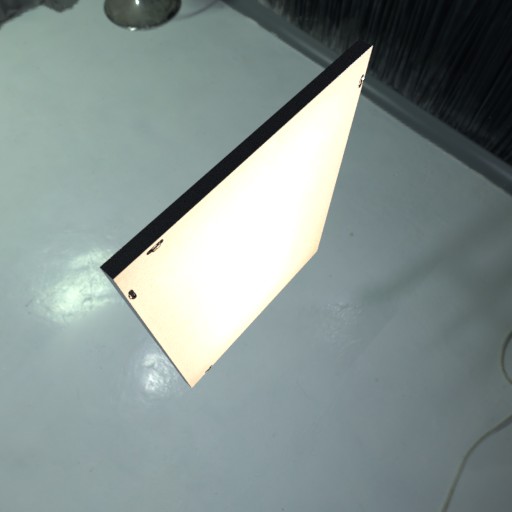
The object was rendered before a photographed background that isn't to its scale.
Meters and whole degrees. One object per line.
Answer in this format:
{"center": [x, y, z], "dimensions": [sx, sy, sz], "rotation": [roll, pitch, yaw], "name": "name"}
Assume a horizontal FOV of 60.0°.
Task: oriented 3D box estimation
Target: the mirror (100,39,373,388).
{"center": [0.000, 0.000, 1.329], "dimensions": [0.040, 1.016, 0.762], "rotation": [38, 70, 17], "name": "mirror"}
